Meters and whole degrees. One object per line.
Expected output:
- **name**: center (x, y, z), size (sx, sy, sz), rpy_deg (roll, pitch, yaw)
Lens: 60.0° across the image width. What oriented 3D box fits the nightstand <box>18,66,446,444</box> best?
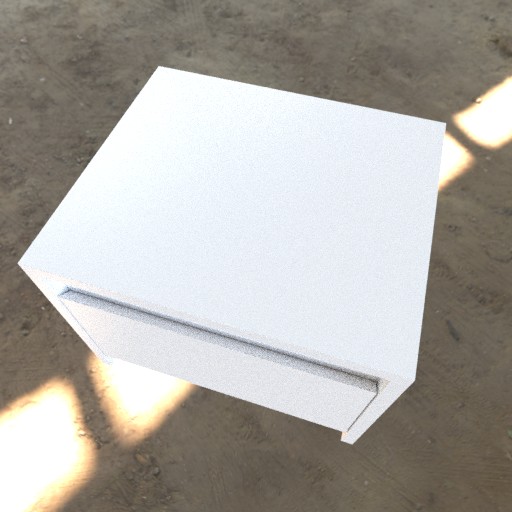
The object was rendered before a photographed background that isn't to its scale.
- **nightstand**: center (0.000, 0.000, 0.745), size (0.470, 0.351, 0.408), rpy_deg (15, 58, 9)
